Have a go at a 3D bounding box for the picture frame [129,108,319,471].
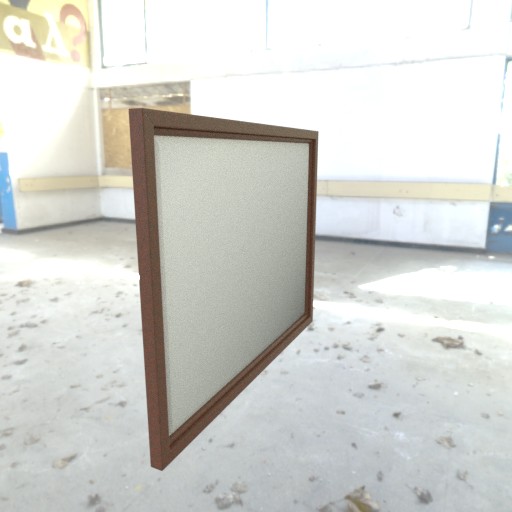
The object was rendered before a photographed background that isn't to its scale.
[{"bbox_3d":[0.000,0.000,1.776,0.045,1.018,1.329,6,15,26],"label":"picture frame"}]
